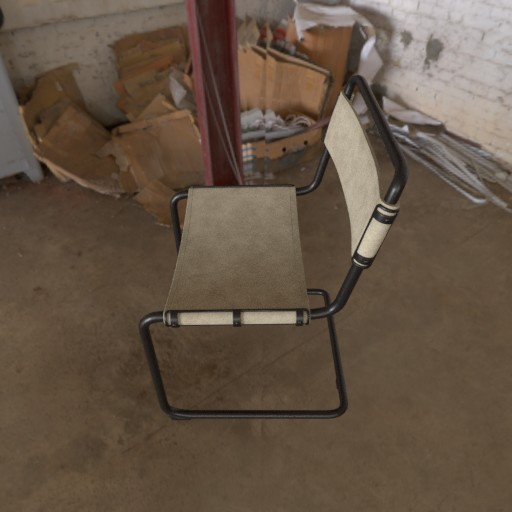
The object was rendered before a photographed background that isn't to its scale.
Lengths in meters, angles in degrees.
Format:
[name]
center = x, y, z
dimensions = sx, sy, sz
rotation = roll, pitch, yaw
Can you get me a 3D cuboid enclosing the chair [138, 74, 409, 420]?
[chair]
center = 0.000, 0.000, 1.102
dimensions = 0.497, 0.747, 0.499
rotation = 0, 42, 0
